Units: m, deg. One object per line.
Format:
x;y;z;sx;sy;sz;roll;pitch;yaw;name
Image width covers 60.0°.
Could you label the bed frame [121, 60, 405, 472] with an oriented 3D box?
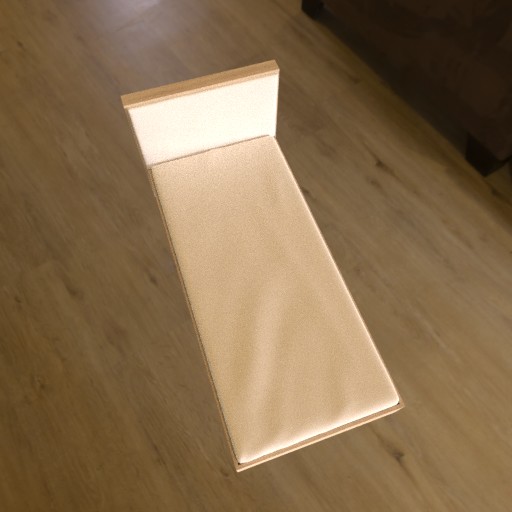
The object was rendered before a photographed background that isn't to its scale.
0.000;0.000;2.685;0.990;0.920;2.140;-17;63;-9;bed frame
